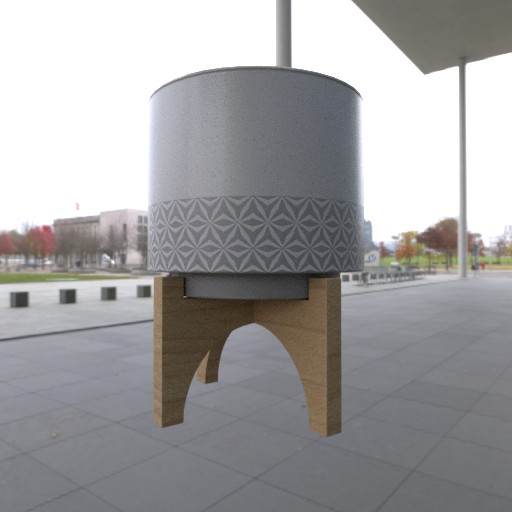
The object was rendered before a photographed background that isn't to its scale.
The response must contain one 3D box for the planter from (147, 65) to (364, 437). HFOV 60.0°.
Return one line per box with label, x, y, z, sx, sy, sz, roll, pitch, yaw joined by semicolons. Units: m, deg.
planter;0.000;0.000;0.522;0.249;0.343;0.249;0;-1;0
